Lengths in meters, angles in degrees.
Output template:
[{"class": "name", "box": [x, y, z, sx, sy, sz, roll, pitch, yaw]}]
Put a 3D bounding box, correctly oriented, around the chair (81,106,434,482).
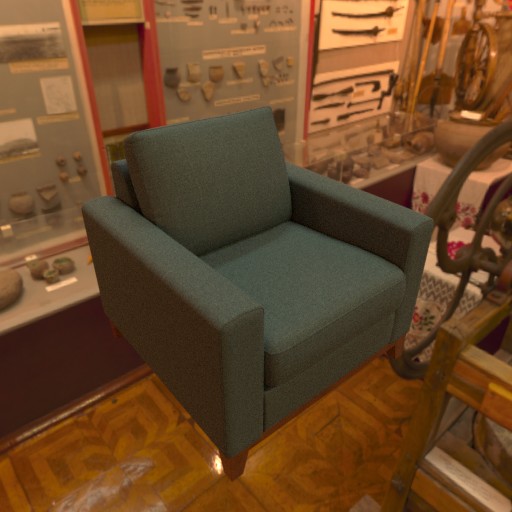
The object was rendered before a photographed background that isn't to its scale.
[{"class": "chair", "box": [0.000, 0.000, 1.846, 1.024, 1.010, 1.038, -23, 38, -33]}]
